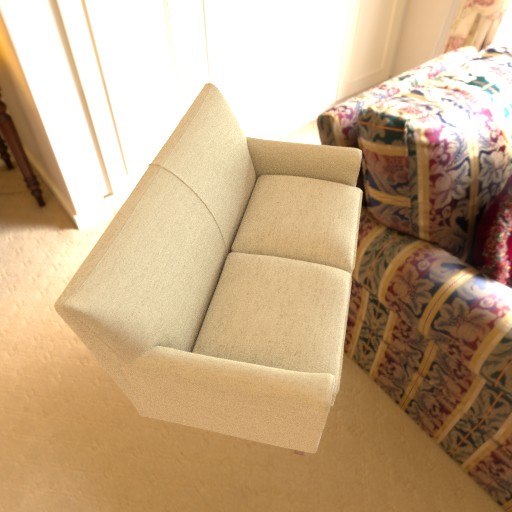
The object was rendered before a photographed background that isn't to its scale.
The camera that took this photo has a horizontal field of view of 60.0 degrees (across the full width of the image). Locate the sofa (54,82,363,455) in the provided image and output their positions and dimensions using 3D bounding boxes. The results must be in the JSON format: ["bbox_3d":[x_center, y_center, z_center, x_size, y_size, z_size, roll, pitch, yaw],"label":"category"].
[{"bbox_3d":[0.000,0.000,2.036,0.891,0.892,1.482,10,47,9],"label":"sofa"}]
